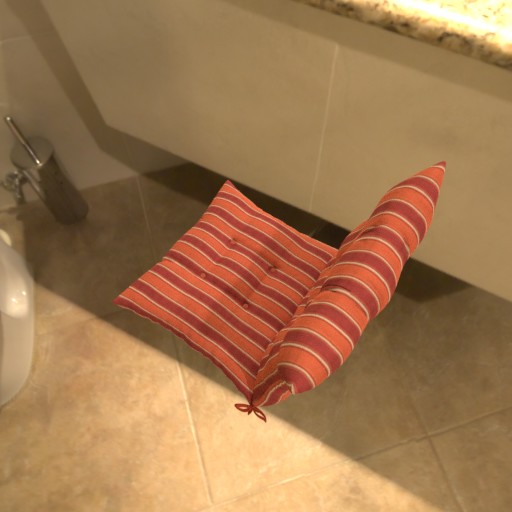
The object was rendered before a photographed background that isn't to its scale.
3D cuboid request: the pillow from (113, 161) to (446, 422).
[{"bbox_3d":[0.000,0.000,1.010,0.585,0.536,0.541,33,68,15],"label":"pillow"}]
